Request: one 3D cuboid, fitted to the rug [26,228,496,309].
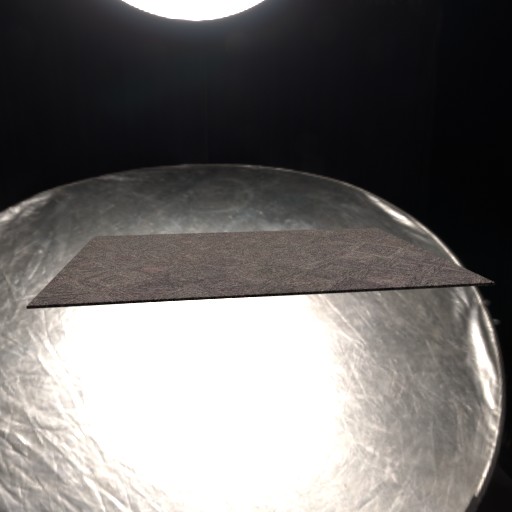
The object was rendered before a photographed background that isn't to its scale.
[{"bbox_3d":[0.000,0.000,2.857,2.298,0.017,1.501,-2,15,-8],"label":"rug"}]
